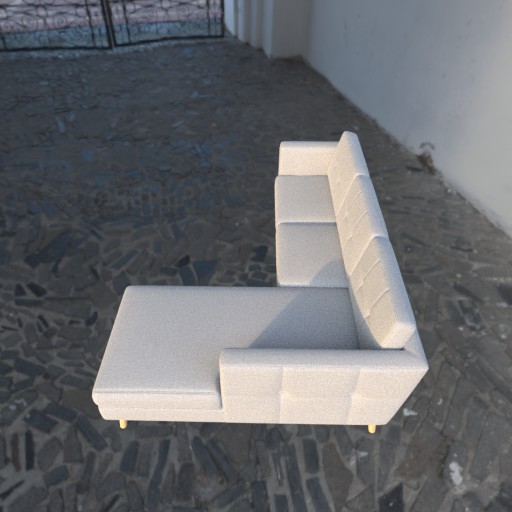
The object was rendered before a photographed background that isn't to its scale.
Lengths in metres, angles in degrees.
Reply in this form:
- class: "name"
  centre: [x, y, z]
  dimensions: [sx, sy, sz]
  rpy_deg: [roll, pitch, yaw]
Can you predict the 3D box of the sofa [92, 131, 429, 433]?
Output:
- class: "sofa"
  centre: [0.000, 0.000, 2.827]
  dimensions: [1.530, 0.860, 2.040]
  rpy_deg: [1, 42, 1]
